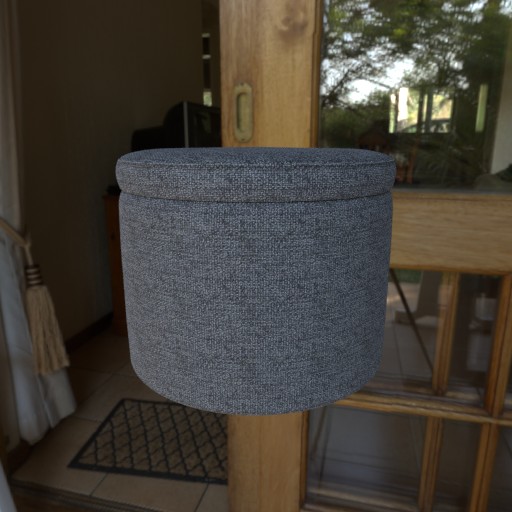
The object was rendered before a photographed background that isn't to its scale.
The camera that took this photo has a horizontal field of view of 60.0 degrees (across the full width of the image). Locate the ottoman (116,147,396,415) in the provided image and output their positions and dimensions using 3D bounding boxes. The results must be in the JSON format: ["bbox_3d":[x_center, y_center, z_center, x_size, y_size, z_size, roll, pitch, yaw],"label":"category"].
[{"bbox_3d":[0.000,0.000,0.898,0.520,0.430,0.520,0,14,0],"label":"ottoman"}]
